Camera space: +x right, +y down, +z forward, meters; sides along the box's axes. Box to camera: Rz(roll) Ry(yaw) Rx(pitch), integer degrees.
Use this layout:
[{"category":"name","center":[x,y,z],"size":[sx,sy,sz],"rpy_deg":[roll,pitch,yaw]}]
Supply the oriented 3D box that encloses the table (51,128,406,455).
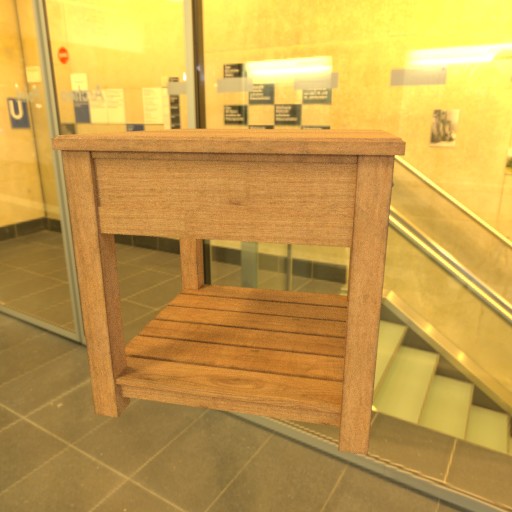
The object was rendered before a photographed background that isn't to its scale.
[{"category":"table","center":[0.000,0.000,1.100],"size":[0.612,0.593,0.616],"rpy_deg":[4,18,12]}]
